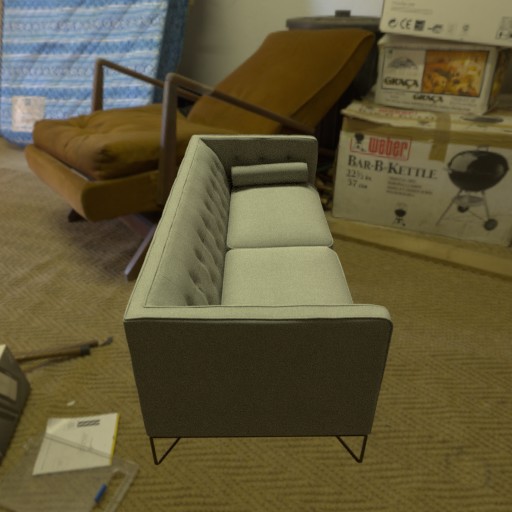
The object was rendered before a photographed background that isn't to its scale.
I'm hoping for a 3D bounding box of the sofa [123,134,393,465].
[{"bbox_3d":[0.000,0.000,2.519,0.912,0.798,2.079,0,32,-1],"label":"sofa"}]
